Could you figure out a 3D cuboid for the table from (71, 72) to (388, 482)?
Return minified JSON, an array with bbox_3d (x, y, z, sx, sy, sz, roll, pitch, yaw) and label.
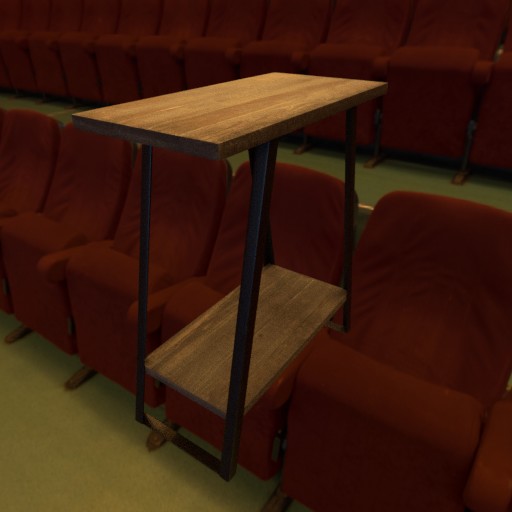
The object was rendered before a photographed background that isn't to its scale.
[{"bbox_3d":[0.000,0.000,1.016,0.300,0.701,0.599,19,35,30],"label":"table"}]
